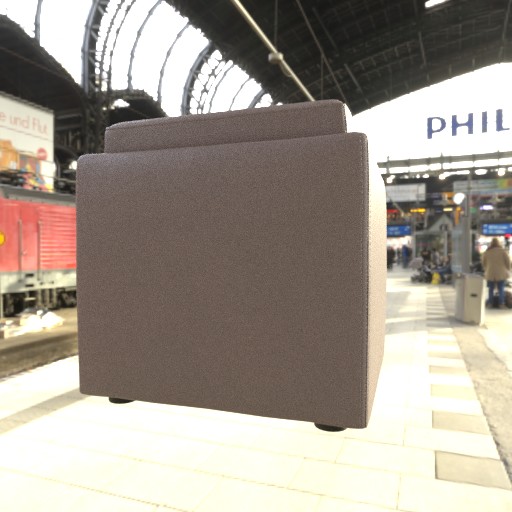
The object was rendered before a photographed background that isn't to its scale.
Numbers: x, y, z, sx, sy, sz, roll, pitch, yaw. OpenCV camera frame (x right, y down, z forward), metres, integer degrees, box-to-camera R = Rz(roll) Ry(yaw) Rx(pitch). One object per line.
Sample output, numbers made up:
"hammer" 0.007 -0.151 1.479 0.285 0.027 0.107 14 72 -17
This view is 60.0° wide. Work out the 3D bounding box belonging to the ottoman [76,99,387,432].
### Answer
"ottoman" 0.000 0.000 0.817 0.450 0.460 0.451 0 1 19
